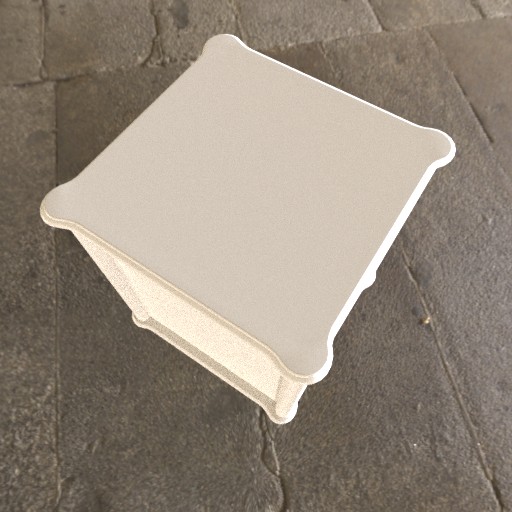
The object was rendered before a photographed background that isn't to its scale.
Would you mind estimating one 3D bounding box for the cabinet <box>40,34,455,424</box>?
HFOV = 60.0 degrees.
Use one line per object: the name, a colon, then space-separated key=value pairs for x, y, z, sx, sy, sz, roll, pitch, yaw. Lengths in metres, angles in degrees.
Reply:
cabinet: x=0.000 y=0.000 z=1.221 sx=0.627 sy=0.761 sz=0.628 roll=31 pitch=68 yaw=14
